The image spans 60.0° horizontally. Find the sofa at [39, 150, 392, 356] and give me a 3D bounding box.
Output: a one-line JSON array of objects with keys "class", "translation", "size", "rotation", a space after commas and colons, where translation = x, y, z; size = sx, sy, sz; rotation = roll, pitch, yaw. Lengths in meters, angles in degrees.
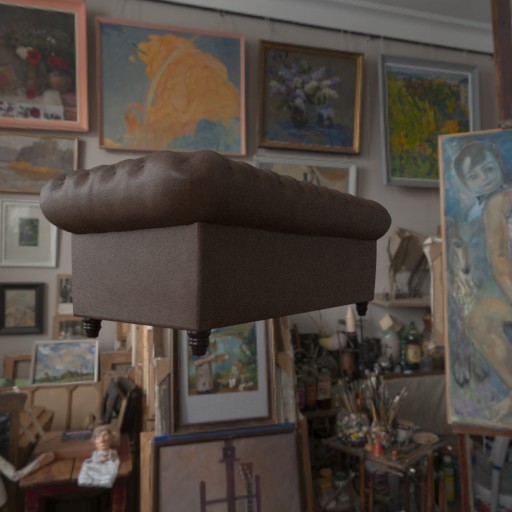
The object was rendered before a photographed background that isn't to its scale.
[{"class": "sofa", "translation": [0.000, 0.000, 2.516], "size": [0.955, 0.784, 2.048], "rotation": [-1, -1, 36]}]
